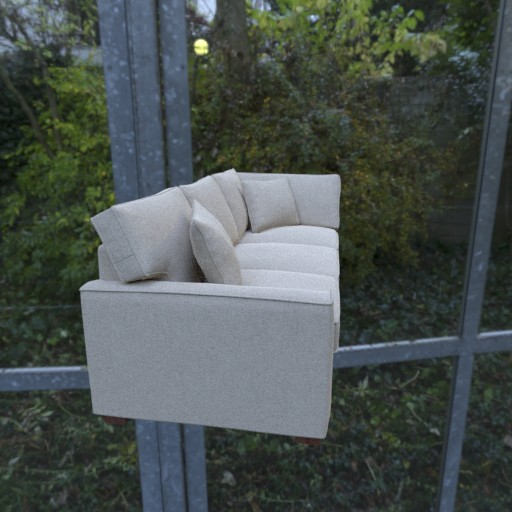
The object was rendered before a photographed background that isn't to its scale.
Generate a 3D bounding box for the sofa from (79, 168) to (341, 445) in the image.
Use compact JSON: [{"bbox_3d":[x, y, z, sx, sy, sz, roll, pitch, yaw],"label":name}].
[{"bbox_3d":[0.000,0.000,2.806,1.061,0.962,2.317,2,15,9],"label":"sofa"}]
